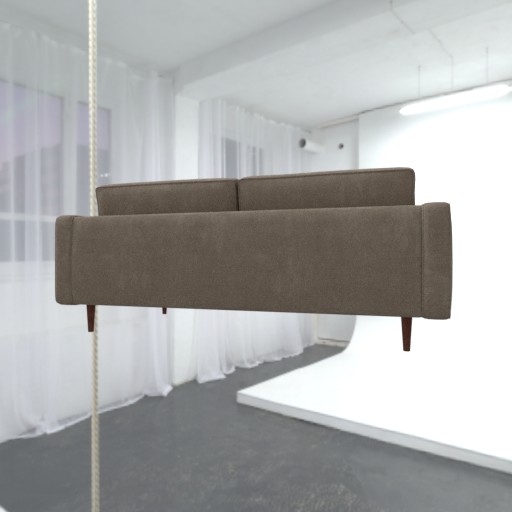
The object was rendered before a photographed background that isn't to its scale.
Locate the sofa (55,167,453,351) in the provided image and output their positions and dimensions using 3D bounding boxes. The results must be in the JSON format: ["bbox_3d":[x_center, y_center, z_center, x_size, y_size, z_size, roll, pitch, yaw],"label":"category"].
[{"bbox_3d":[0.000,0.000,2.375,1.883,0.769,0.920,0,0,18],"label":"sofa"}]
